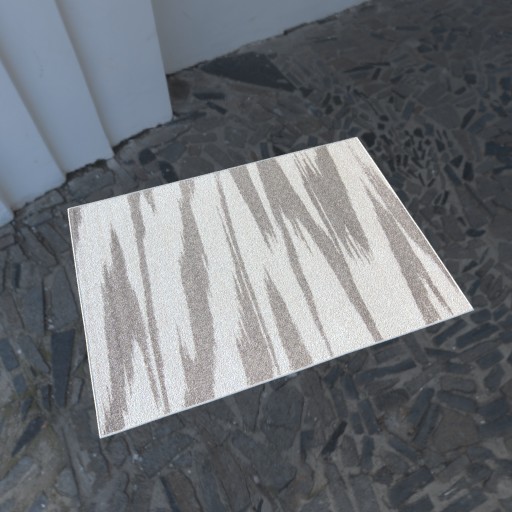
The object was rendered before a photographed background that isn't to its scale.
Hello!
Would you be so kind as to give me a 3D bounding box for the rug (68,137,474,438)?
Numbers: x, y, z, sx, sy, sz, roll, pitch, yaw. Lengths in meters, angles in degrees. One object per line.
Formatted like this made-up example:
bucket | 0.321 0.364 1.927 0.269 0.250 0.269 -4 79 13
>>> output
rug | 0.000 0.000 2.756 2.142 0.010 1.533 -16 58 -10
